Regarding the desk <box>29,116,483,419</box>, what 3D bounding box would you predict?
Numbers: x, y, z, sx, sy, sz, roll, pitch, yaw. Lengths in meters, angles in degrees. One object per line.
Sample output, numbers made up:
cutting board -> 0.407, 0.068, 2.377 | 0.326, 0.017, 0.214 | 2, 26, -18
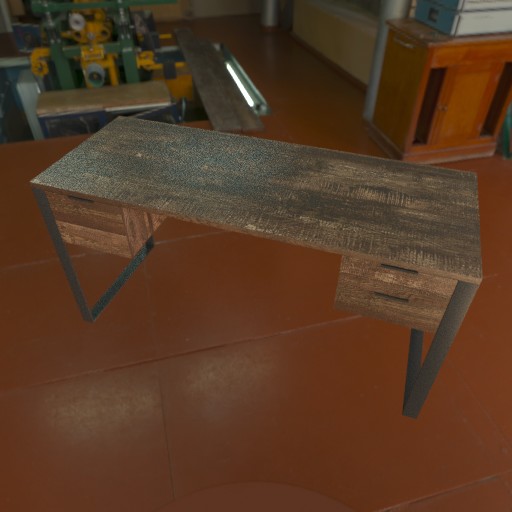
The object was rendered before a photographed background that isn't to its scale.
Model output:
desk -> 0.000, 0.000, 1.868 | 1.524, 0.762, 0.599 | 13, 43, 14
